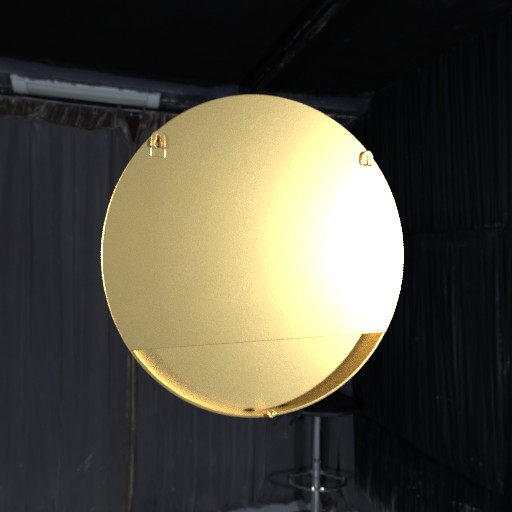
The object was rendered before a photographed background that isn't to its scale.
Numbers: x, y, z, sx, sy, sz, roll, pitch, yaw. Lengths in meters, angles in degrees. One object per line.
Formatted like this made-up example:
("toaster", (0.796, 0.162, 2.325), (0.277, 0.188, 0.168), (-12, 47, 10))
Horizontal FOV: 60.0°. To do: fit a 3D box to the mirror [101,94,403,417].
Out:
("mirror", (0.000, 0.000, 0.689), (0.457, 0.457, 0.133), (0, 0, -20))
